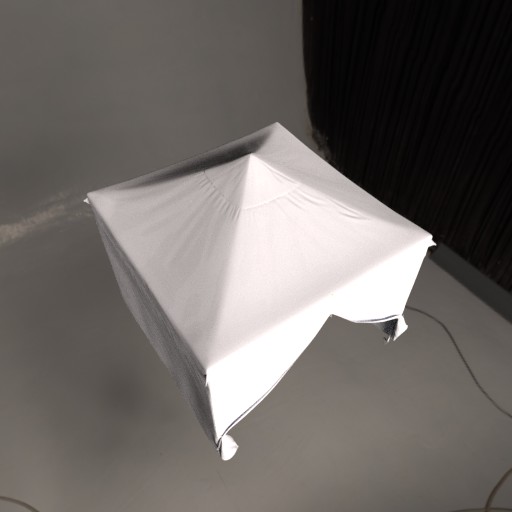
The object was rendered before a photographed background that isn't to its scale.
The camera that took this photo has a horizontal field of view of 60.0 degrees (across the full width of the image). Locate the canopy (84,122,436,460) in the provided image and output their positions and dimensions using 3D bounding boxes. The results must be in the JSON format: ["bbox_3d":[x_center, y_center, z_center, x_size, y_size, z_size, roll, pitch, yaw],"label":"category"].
[{"bbox_3d":[0.000,0.000,5.625,3.043,2.997,3.121,-27,53,-23],"label":"canopy"}]
